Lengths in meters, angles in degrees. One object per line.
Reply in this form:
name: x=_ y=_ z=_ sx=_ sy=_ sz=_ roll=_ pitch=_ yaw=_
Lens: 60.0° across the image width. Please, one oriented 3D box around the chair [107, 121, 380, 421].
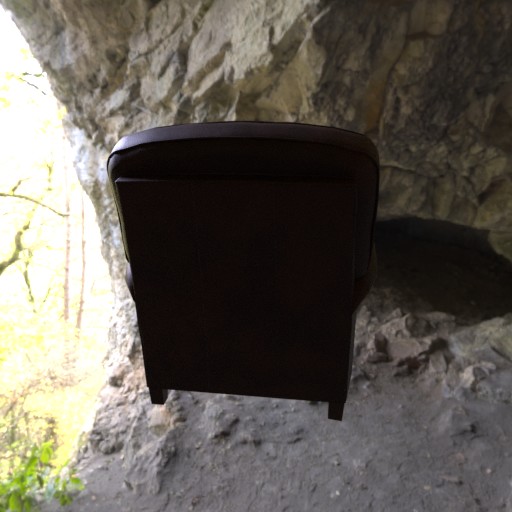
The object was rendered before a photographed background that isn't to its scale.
chair: x=0.000 y=0.000 z=1.775 sx=0.936 sy=1.018 sz=0.986 roll=2 pitch=15 yaw=8
